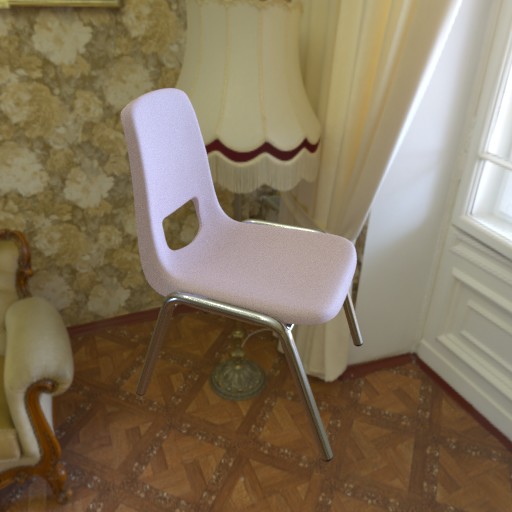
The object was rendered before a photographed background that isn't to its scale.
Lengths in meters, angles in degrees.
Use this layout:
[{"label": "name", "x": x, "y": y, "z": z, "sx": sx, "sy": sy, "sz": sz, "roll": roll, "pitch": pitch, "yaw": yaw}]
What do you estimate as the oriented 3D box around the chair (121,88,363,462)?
[{"label": "chair", "x": 0.000, "y": 0.000, "z": 0.857, "sx": 0.423, "sy": 0.586, "sz": 0.354, "roll": 11, "pitch": 31, "yaw": 18}]
